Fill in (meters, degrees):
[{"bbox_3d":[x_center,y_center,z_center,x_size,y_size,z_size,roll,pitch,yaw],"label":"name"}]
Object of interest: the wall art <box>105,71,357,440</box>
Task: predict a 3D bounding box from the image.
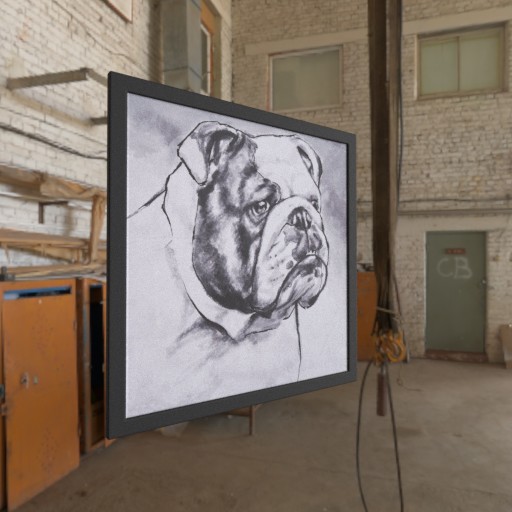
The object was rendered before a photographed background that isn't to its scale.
[{"bbox_3d":[0.000,0.000,0.841,0.562,0.558,0.012,1,-1,-37],"label":"wall art"}]
